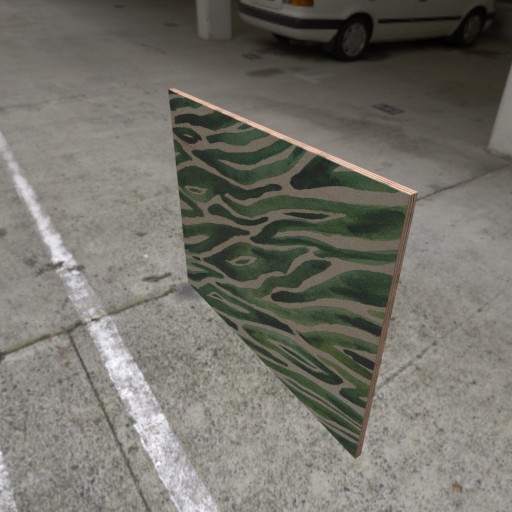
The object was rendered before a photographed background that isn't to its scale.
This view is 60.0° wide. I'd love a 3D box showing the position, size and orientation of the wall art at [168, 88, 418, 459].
[{"bbox_3d":[0.000,0.000,0.691,0.012,0.408,0.508,-21,38,-28],"label":"wall art"}]
